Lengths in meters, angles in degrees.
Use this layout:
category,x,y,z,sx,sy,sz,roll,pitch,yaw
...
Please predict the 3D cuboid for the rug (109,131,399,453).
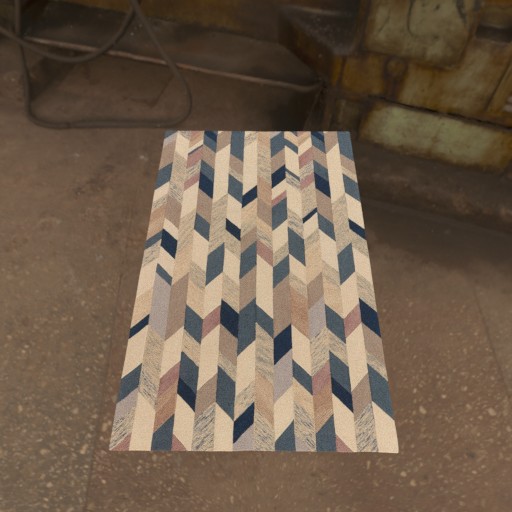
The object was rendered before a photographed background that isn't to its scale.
category,x,y,z,sx,sy,sz,roll,pitch,yaw
rug,0.000,0.000,2.961,1.513,0.008,2.423,0,57,0
